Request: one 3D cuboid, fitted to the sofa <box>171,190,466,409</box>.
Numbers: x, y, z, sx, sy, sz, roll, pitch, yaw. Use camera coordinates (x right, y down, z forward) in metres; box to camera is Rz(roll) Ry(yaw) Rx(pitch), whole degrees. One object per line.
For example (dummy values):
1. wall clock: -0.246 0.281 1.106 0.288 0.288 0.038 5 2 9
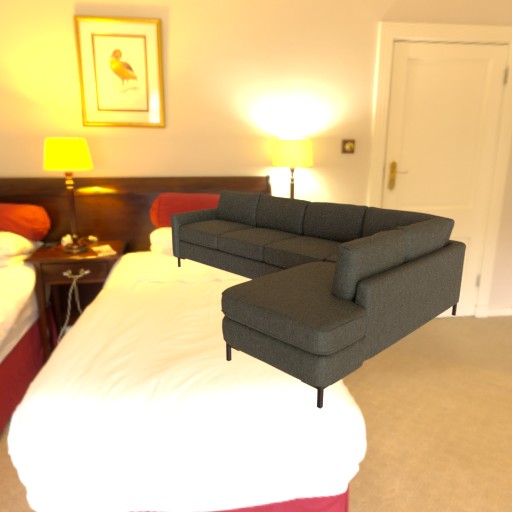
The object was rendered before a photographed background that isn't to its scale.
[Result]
1. sofa: 0.000 0.000 3.954 1.984 0.858 2.972 -14 20 -43
